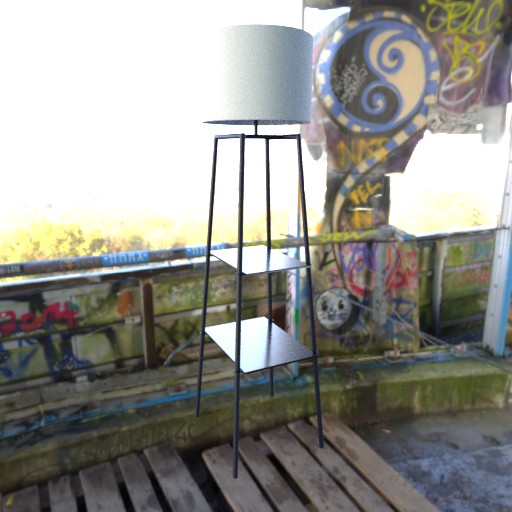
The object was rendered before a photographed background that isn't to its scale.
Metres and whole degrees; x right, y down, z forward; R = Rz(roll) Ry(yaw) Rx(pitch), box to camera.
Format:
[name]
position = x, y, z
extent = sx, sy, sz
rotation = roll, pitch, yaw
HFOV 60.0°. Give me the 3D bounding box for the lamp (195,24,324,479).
[lamp]
position = 0.000, 0.000, 1.637
extent = 0.384, 1.474, 0.427
rotation = -7, 15, -25
